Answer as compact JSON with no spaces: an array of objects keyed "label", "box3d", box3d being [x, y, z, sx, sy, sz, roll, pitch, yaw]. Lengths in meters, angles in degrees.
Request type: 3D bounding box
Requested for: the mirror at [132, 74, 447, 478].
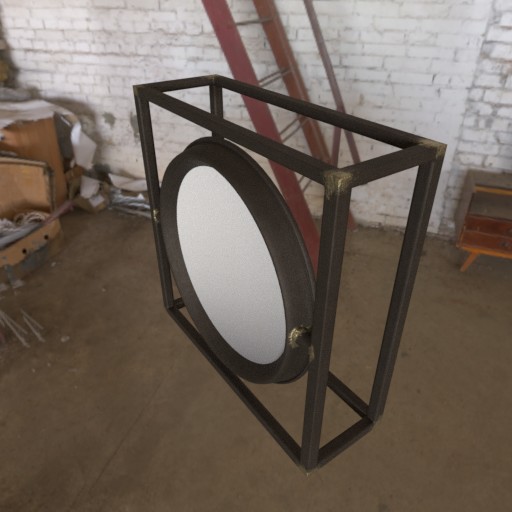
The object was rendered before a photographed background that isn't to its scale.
[{"label":"mirror","box3d":[0.000,0.000,0.467,0.107,0.303,0.306,-21,38,-29]}]
